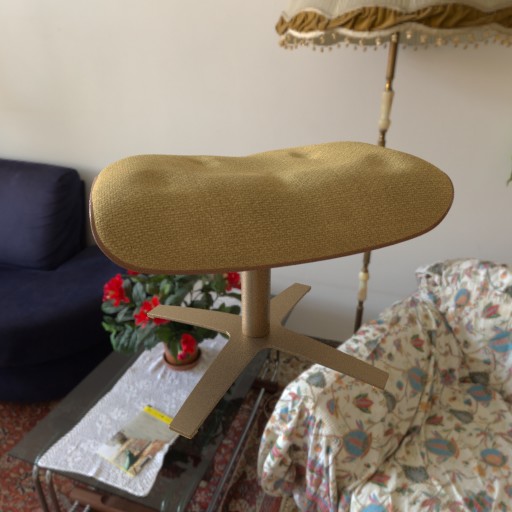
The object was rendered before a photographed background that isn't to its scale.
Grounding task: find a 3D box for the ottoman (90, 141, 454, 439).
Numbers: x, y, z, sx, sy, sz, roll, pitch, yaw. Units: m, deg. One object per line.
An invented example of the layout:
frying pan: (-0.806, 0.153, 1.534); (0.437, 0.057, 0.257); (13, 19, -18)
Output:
ottoman: (0.000, 0.000, 0.806); (0.520, 0.391, 0.394); (-8, 27, -16)
